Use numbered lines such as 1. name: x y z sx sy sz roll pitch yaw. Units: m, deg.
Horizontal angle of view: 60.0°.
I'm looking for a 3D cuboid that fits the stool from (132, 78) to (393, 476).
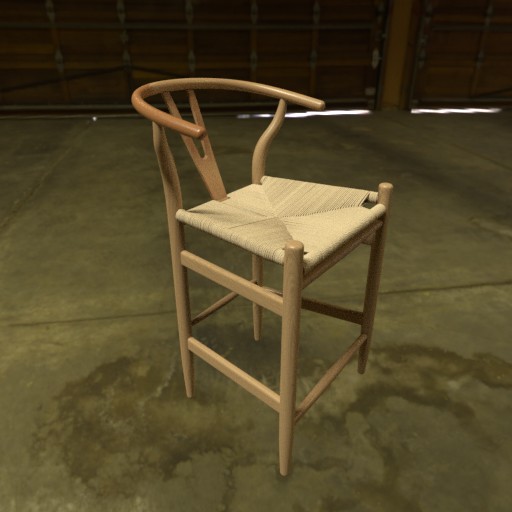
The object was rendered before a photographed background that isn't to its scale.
1. stool: 0.000 0.000 1.276 0.575 0.923 0.536 18 31 32
